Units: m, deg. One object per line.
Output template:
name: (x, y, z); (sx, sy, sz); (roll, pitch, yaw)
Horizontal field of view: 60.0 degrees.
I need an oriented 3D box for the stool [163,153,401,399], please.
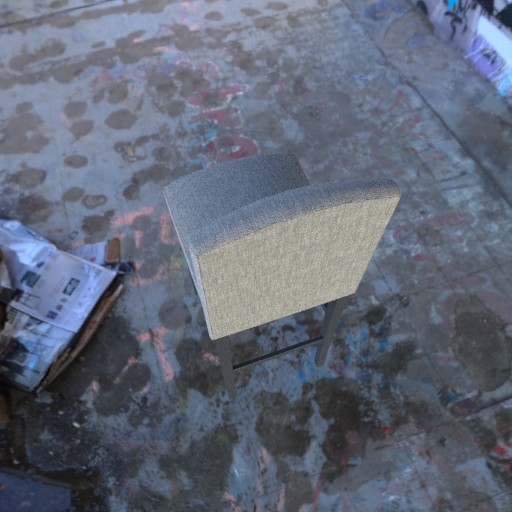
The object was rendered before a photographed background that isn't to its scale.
stool: (0.000, 0.000, 1.441); (0.451, 1.138, 0.552); (-17, 59, -10)
